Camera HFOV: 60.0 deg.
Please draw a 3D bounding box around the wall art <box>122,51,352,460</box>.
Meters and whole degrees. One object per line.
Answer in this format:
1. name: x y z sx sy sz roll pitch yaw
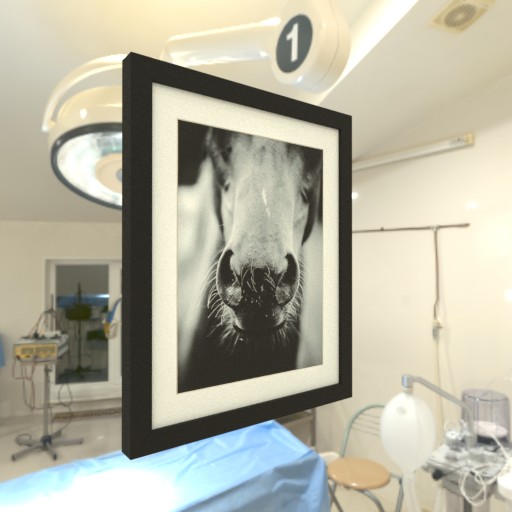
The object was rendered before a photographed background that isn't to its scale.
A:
1. wall art: 0.000 0.000 0.547 0.329 0.404 0.024 0 0 -37
